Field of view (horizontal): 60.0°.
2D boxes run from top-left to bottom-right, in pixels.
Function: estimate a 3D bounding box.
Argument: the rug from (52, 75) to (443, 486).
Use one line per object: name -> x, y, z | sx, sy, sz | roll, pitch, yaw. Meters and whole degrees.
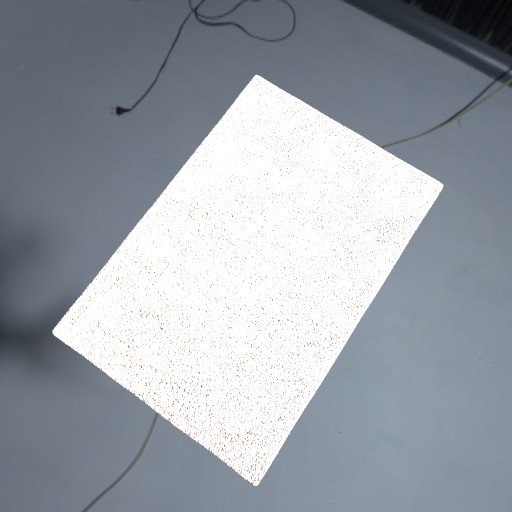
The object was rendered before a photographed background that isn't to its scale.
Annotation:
rug -> 0.000, 0.000, 2.272 | 1.219, 0.030, 1.778 | 33, 78, 8
